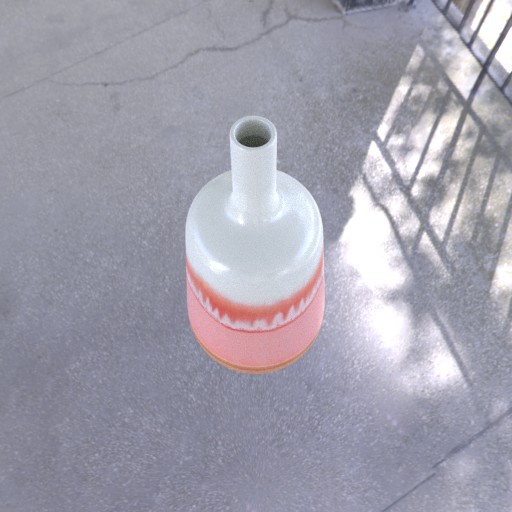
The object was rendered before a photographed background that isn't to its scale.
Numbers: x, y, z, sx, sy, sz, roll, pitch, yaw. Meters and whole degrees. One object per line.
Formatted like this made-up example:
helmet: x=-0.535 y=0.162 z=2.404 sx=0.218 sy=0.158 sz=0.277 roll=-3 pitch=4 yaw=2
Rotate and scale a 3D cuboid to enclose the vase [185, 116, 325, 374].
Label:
vase: x=0.000 y=0.000 z=0.375 sx=0.144 sy=0.296 sz=0.144 roll=0 pitch=63 yaw=0
